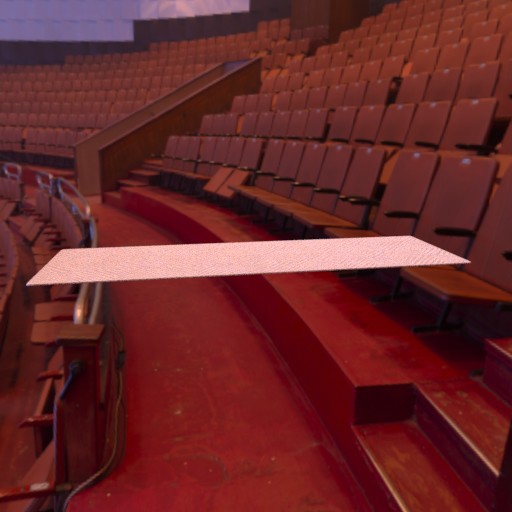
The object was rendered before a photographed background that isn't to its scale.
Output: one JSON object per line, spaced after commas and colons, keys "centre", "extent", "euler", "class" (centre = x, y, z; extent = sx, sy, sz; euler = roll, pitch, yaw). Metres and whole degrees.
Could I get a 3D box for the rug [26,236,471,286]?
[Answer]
{"centre": [0.000, 0.000, 2.557], "extent": [2.277, 0.008, 0.676], "euler": [-3, 15, -9], "class": "rug"}
